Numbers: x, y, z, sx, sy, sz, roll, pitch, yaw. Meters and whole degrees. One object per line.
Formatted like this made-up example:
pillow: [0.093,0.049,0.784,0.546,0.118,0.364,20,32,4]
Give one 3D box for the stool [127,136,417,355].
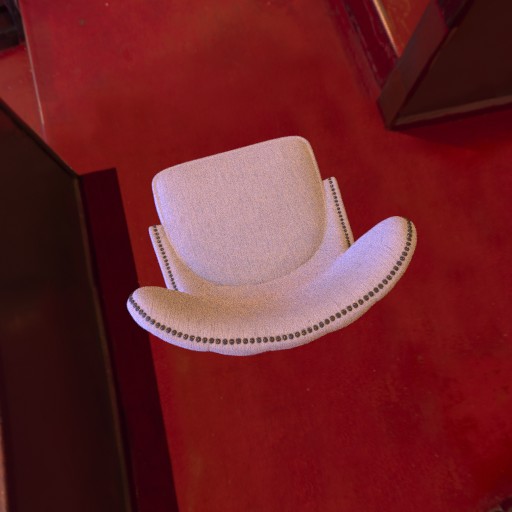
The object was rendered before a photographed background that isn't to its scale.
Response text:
stool: [0.000,0.000,1.357,0.615,0.972,0.597,-16,77,-4]
